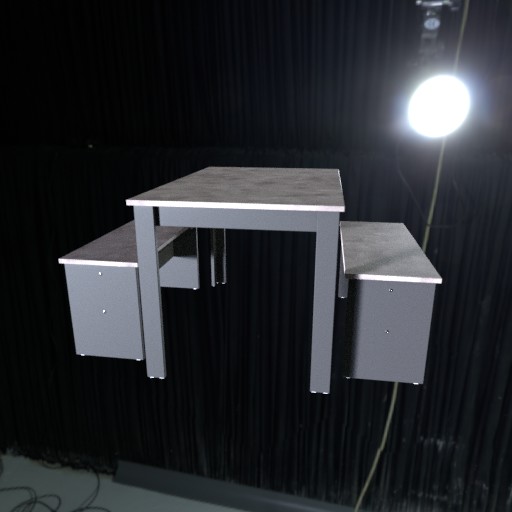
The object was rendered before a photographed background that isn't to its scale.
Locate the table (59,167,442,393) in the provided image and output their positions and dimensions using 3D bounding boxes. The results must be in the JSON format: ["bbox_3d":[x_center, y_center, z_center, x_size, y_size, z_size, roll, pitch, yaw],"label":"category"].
[{"bbox_3d":[0.000,0.000,2.074,1.443,0.700,1.100,3,17,9],"label":"table"}]
